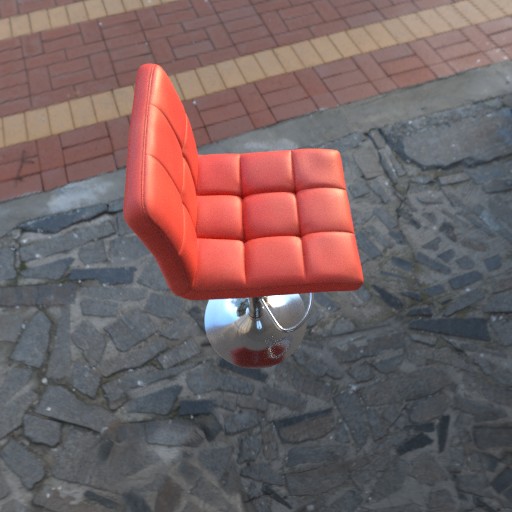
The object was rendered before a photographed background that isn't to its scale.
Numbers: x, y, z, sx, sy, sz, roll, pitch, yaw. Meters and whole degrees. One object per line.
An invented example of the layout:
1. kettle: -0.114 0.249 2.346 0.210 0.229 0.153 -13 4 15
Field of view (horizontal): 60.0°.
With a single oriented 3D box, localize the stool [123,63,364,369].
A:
1. stool: 0.000 0.000 1.355 0.505 1.115 0.430 -3 62 -2
